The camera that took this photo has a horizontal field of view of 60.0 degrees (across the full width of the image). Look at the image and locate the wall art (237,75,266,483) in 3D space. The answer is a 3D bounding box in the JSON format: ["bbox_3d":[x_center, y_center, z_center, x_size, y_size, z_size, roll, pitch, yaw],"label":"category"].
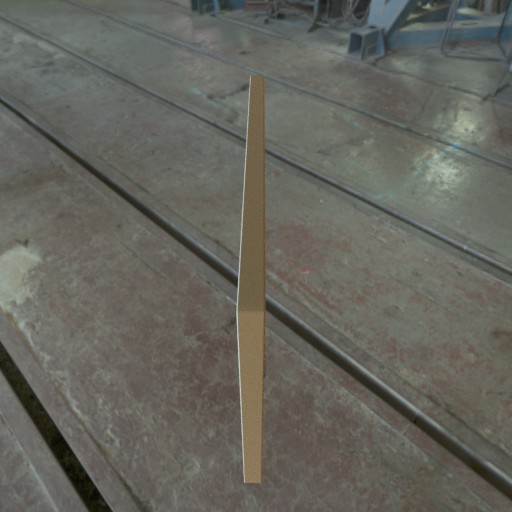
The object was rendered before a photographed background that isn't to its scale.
[{"bbox_3d":[0.000,0.000,0.486,0.019,0.254,0.380,0,42,1],"label":"wall art"}]
